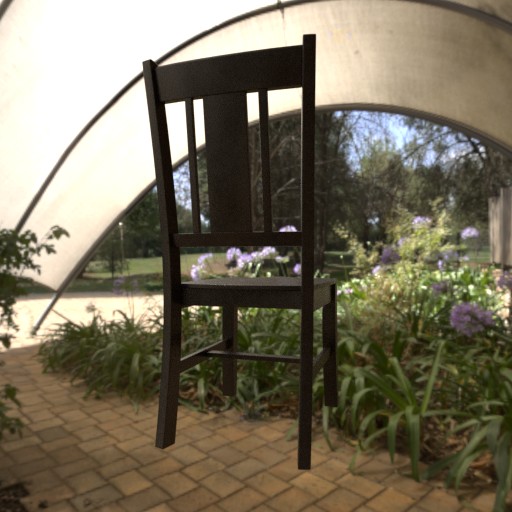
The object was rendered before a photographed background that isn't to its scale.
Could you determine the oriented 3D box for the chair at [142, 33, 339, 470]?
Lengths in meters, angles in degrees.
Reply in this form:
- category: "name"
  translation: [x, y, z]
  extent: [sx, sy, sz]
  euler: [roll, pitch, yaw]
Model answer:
- category: "chair"
  translation: [0.000, 0.000, 1.303]
  extent: [0.450, 0.998, 0.555]
  euler: [0, -1, 18]
